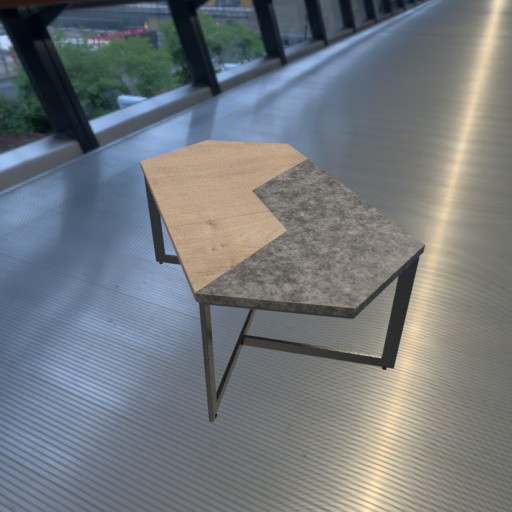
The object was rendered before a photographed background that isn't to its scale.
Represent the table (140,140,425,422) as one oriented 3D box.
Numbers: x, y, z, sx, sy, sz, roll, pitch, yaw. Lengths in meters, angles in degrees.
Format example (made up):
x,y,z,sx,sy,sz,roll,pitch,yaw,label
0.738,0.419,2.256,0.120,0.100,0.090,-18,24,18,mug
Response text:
x,y,z,sx,sy,sz,roll,pitch,yaw,label
0.000,0.000,1.531,0.609,0.457,1.219,-11,34,-17,table
